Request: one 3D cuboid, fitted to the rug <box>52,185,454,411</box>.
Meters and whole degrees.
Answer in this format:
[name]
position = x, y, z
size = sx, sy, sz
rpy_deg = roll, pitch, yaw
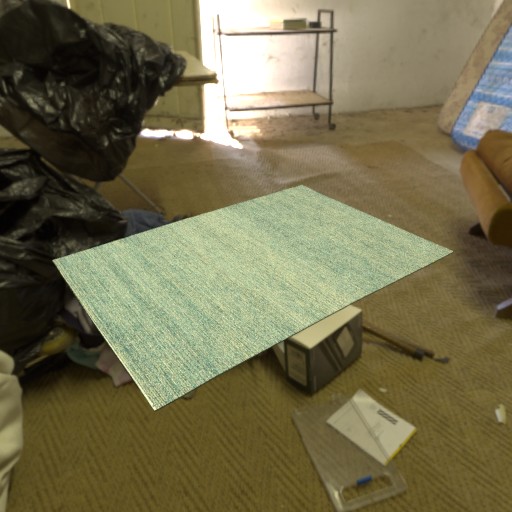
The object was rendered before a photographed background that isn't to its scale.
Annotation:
[rug]
position = 0.000, 0.000, 5.431
size = 4.078, 0.052, 2.802
rpy_deg = -21, 37, -31
